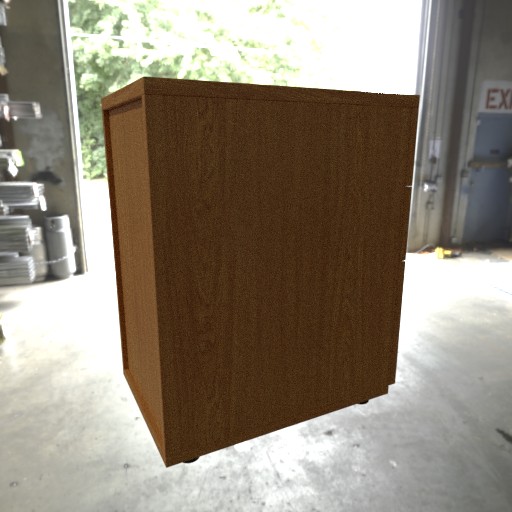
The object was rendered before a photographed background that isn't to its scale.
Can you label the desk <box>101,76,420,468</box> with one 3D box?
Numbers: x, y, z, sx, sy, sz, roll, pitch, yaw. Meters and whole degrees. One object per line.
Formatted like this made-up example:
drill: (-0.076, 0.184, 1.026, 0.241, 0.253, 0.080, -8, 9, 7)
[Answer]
desk: (0.000, 0.000, 1.077, 0.600, 0.730, 0.404, -7, 16, -27)
